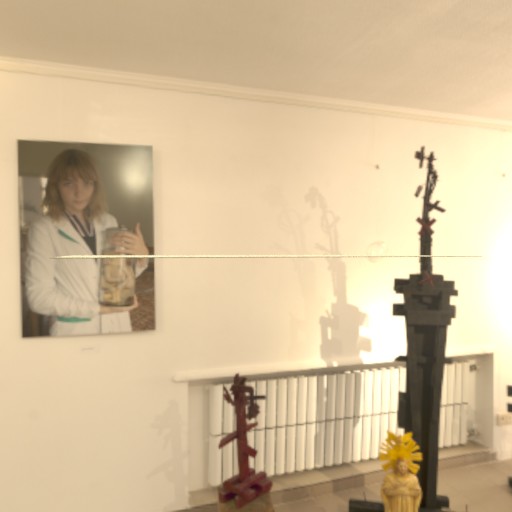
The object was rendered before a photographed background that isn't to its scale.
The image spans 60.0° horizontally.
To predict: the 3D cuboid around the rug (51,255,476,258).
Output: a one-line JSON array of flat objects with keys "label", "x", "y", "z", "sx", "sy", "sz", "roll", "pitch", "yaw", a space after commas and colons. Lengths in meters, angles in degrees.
[{"label": "rug", "x": 0.000, "y": 0.000, "z": 3.060, "sx": 2.439, "sy": 0.005, "sz": 1.524, "roll": 0, "pitch": 0, "yaw": -19}]
